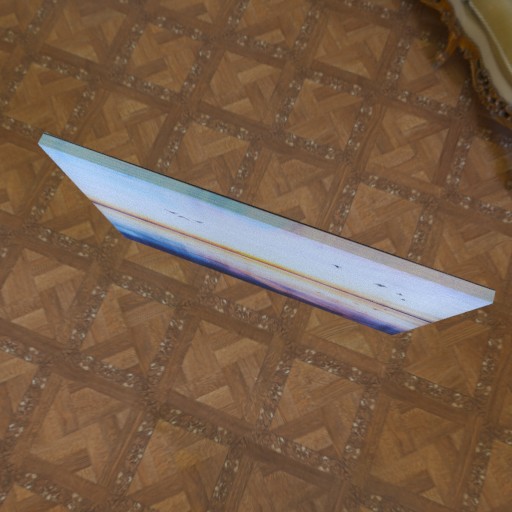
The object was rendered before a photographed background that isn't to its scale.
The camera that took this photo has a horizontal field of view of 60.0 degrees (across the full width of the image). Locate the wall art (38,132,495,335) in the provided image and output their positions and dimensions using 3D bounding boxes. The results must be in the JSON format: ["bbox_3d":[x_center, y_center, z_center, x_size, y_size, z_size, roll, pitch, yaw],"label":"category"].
[{"bbox_3d":[0.000,0.000,1.408,1.137,0.756,0.034,20,75,5],"label":"wall art"}]
